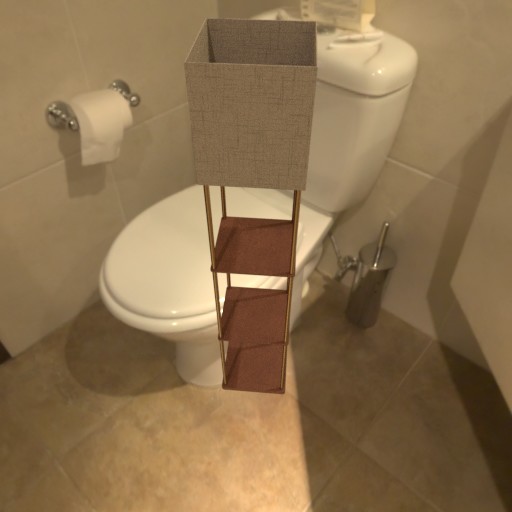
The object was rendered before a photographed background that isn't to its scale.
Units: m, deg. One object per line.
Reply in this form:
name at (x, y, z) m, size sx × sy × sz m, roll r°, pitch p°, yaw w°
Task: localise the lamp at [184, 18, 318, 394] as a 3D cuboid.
lamp at (0.000, 0.000, 1.687) m, size 0.310 × 1.569 × 0.308 m, roll 4°, pitch 46°, yaw 4°
